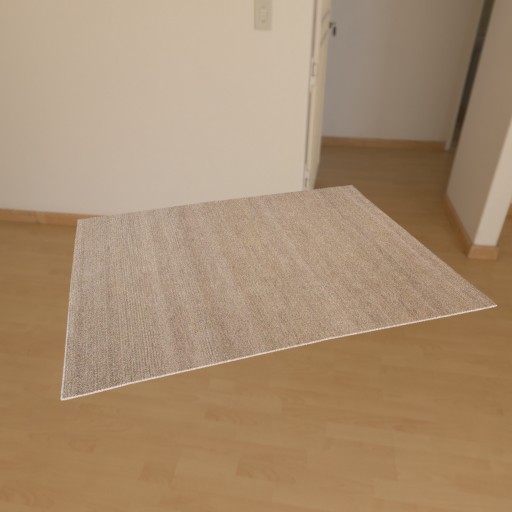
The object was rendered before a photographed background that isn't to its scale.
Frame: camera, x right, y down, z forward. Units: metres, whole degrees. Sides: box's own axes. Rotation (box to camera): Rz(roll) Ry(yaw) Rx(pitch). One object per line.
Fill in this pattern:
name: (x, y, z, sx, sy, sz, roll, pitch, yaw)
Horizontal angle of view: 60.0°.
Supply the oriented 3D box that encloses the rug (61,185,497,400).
rug: (0.000, 0.000, 4.098, 3.245, 0.046, 2.467, -9, 34, -14)
